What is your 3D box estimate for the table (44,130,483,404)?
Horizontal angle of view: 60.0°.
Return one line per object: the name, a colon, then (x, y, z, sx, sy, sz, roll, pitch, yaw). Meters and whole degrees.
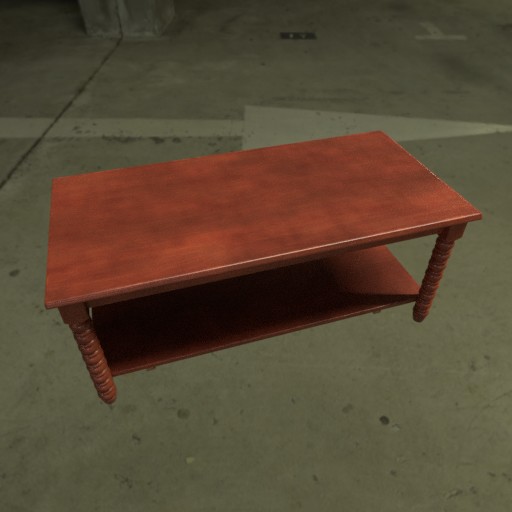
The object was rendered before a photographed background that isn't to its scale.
table: (0.000, 0.000, 1.481, 1.171, 0.485, 0.580, -12, 42, -13)
